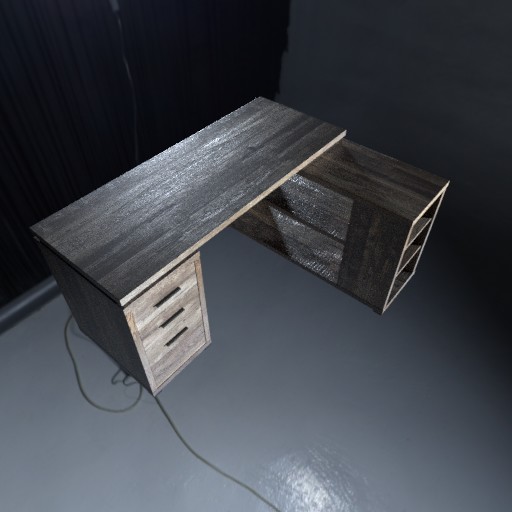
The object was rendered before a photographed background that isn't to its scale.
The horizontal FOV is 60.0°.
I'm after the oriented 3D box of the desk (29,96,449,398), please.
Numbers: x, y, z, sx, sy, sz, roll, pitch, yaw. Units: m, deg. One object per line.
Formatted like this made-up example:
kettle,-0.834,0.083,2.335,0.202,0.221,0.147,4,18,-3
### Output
desk,0.000,0.000,2.264,1.200,0.753,1.524,31,53,26
